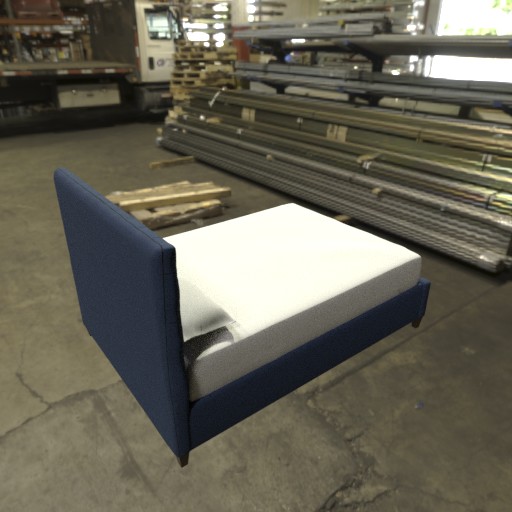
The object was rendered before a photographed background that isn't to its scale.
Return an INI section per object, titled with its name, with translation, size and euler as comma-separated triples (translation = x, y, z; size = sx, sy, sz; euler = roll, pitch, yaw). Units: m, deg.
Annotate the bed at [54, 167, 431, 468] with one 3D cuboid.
[bed]
translation = 0.000, 0.000, 3.494
size = 2.387, 1.427, 1.706
euler = -19, 32, -33
